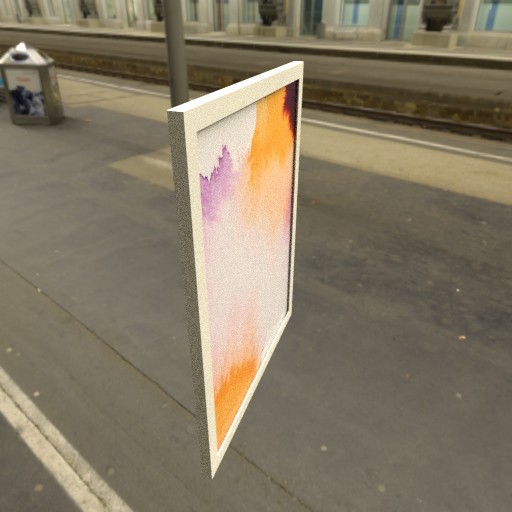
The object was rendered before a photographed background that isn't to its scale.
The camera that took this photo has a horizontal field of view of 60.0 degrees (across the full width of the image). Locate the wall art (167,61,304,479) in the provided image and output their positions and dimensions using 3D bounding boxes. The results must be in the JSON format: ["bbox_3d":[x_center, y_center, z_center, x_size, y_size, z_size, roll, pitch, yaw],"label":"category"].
[{"bbox_3d":[0.000,0.000,1.083,0.026,0.811,0.661,10,31,17],"label":"wall art"}]
